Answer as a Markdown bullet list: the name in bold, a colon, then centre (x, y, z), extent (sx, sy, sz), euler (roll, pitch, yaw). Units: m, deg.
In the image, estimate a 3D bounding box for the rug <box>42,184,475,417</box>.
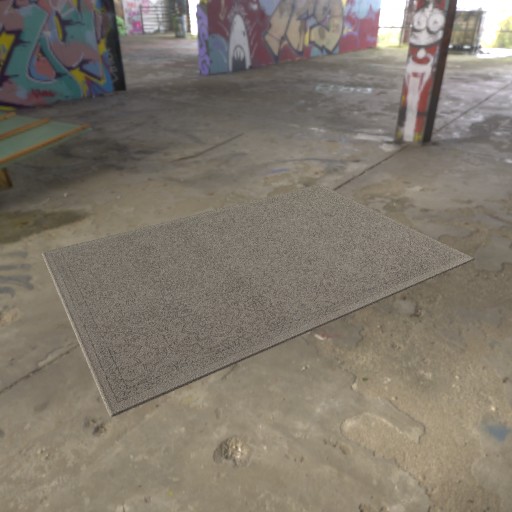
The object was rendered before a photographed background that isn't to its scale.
- **rug**: centre (0.000, 0.000, 2.243), extent (1.829, 0.010, 1.219), euler (-17, 34, -27)
